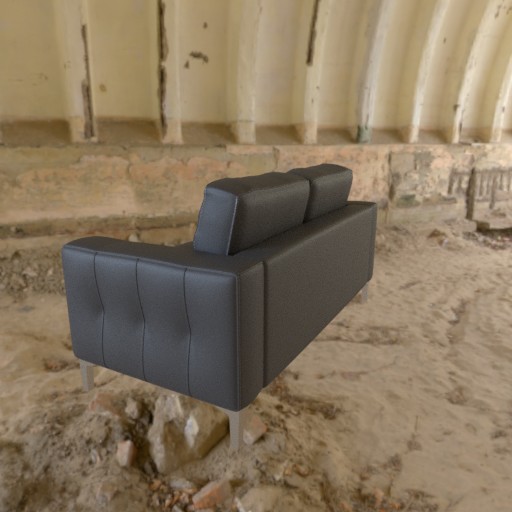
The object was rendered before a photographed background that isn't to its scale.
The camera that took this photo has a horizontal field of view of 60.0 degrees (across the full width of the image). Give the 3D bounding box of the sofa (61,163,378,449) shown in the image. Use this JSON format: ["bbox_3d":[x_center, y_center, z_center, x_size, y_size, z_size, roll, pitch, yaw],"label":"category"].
[{"bbox_3d":[0.000,0.000,2.285,0.833,0.893,1.726,8,17,28],"label":"sofa"}]
